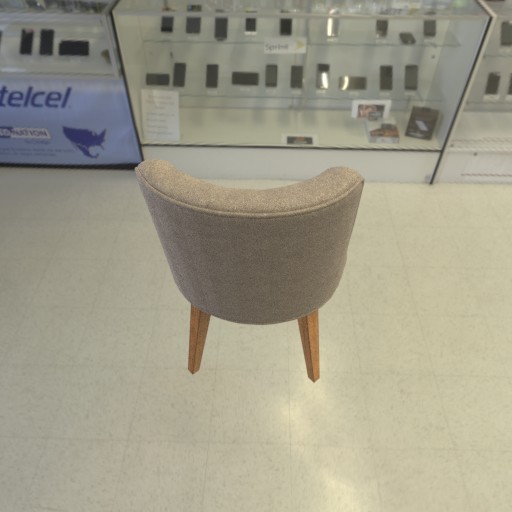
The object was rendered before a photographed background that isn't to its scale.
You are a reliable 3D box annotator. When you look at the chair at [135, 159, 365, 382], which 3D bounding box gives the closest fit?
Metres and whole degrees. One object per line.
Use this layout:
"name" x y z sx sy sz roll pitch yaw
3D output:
"chair" 0.000 0.000 1.291 0.548 0.916 0.636 3 46 3
